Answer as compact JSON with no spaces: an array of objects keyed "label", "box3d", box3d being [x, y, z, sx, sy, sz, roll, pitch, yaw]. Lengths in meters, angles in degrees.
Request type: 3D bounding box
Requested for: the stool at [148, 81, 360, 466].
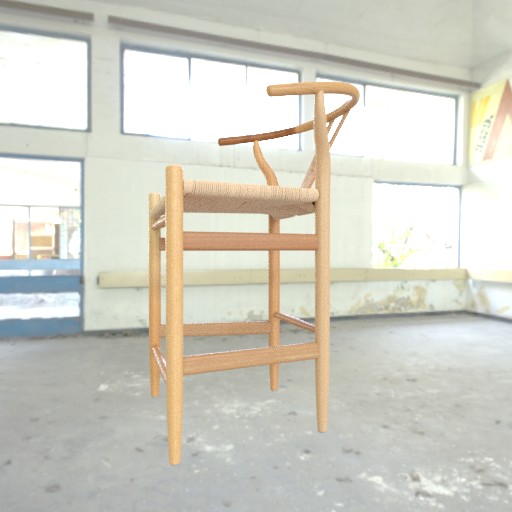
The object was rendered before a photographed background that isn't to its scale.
[{"label":"stool","box3d":[0.000,0.000,1.296,0.575,0.923,0.536,0,1,-18]}]
